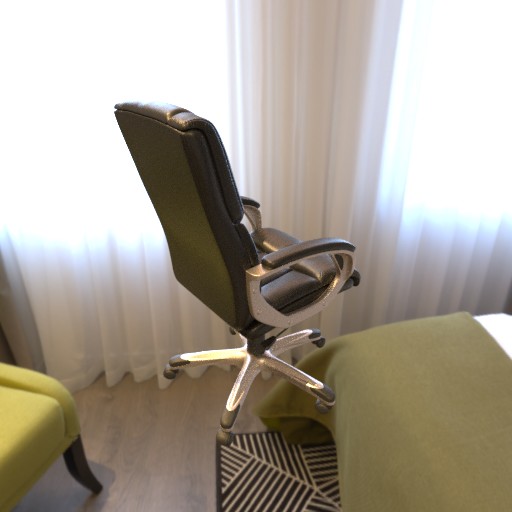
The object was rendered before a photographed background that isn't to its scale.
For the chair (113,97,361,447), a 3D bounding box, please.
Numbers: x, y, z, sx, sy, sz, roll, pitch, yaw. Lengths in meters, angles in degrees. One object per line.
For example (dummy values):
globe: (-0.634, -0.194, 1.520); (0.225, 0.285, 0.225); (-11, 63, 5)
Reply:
chair: (0.000, 0.000, 1.648); (0.780, 1.145, 0.700); (-18, 31, -32)
